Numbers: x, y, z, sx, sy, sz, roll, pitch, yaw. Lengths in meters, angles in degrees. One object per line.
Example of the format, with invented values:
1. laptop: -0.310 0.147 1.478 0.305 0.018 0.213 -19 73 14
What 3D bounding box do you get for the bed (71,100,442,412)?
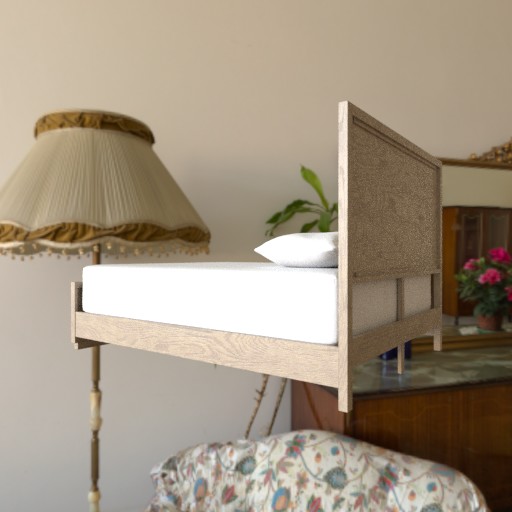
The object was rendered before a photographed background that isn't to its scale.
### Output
1. bed: 0.000 0.000 3.241 2.189 1.369 1.606 0 0 37
